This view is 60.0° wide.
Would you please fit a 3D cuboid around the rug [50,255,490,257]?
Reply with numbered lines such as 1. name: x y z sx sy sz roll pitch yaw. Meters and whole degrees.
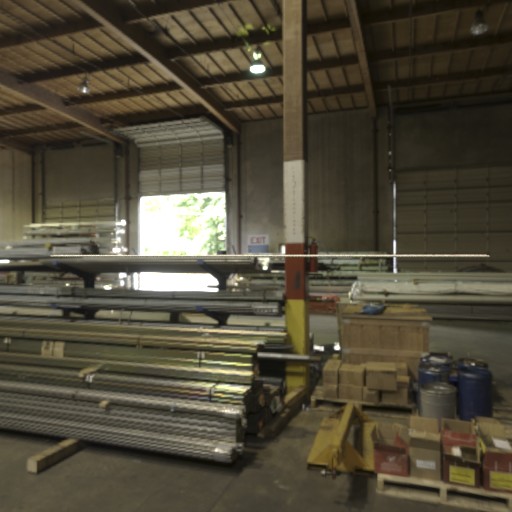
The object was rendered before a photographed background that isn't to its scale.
1. rug: 0.000 0.000 2.437 2.196 0.011 0.662 0 0 18
